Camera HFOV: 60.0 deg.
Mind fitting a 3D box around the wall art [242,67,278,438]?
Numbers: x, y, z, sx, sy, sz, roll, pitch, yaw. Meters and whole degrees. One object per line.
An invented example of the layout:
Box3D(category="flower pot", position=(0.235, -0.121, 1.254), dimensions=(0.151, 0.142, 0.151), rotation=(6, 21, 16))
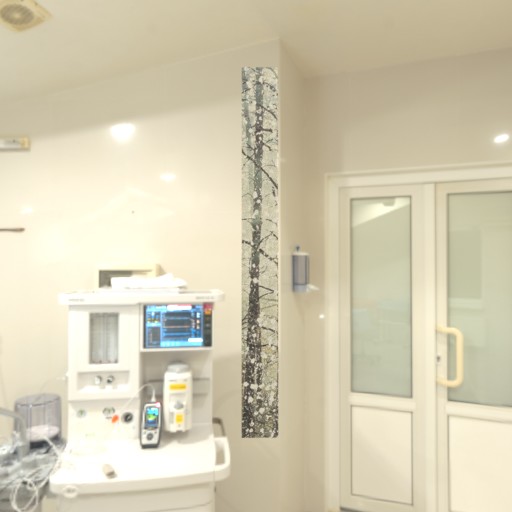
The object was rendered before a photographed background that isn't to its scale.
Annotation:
Box3D(category="wall art", position=(0.000, 0.000, 0.782), dimensions=(0.042, 0.398, 0.618), rotation=(0, -1, -1))
